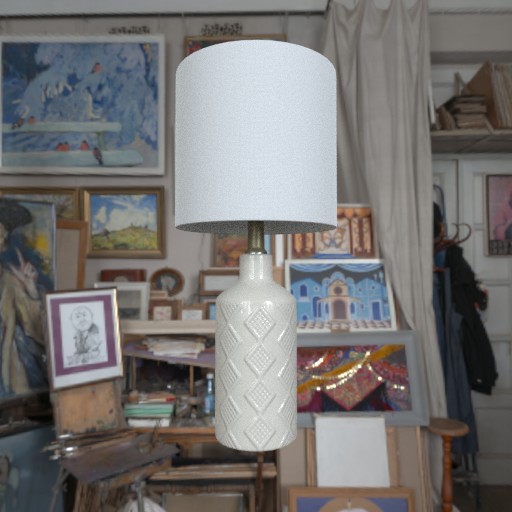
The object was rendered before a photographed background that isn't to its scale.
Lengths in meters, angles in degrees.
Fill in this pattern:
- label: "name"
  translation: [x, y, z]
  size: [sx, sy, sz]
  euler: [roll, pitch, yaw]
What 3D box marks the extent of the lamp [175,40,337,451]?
- label: "lamp"
  translation: [0.000, 0.000, 0.574]
  size: [0.207, 0.461, 0.207]
  euler: [1, -2, -37]
